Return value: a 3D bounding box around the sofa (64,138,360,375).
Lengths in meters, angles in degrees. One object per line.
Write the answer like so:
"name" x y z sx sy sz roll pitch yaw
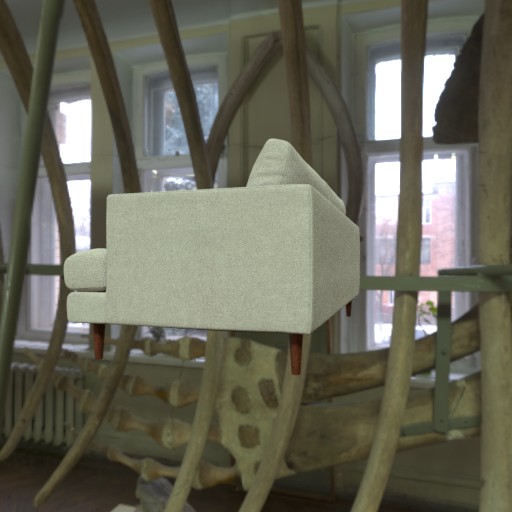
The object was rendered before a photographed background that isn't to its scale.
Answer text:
"sofa" 0.000 0.000 2.554 1.020 0.868 1.948 0 -1 18
